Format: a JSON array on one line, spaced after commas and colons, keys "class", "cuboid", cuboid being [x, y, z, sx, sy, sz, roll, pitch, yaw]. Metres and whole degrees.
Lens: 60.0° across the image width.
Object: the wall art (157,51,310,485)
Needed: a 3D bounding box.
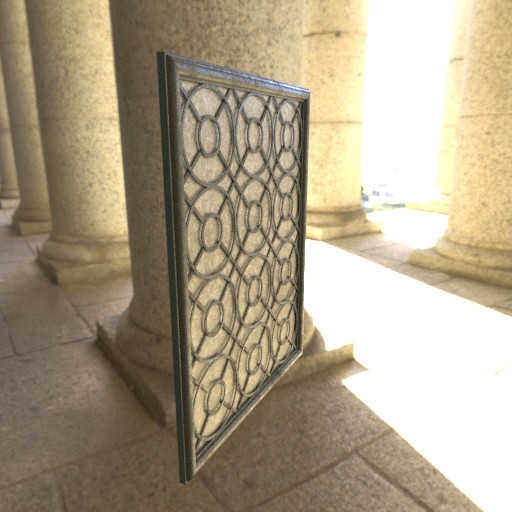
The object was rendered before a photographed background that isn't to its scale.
[{"class": "wall art", "cuboid": [0.000, 0.000, 1.293, 0.030, 0.983, 0.767, 8, 17, 26]}]
